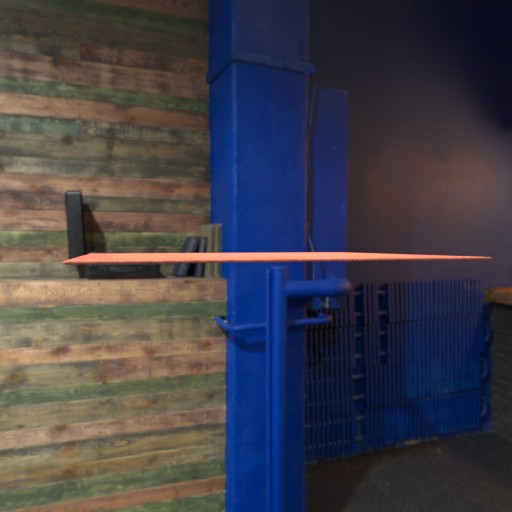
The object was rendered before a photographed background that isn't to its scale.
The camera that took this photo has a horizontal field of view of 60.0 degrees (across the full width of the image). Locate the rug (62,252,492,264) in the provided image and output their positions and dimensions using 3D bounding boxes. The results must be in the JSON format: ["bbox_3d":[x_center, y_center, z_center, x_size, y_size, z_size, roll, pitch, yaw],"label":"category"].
[{"bbox_3d":[0.000,0.000,4.021,2.976,0.018,2.430,0,1,-17],"label":"rug"}]
